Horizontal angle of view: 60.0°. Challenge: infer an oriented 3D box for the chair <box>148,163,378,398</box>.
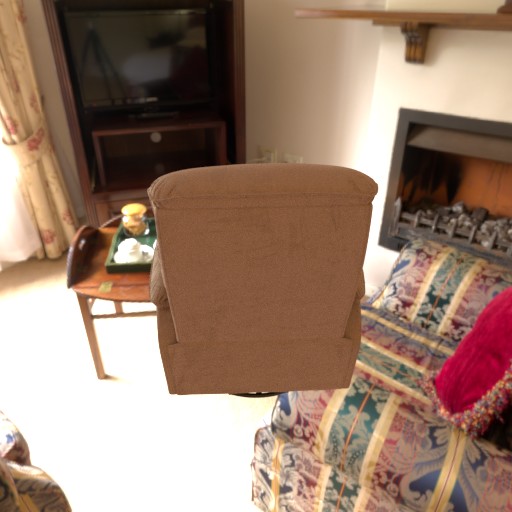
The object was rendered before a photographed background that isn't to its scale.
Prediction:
[{"bbox_3d":[0.000,0.000,1.779,0.820,1.037,1.004,-1,31,-2],"label":"chair"}]
